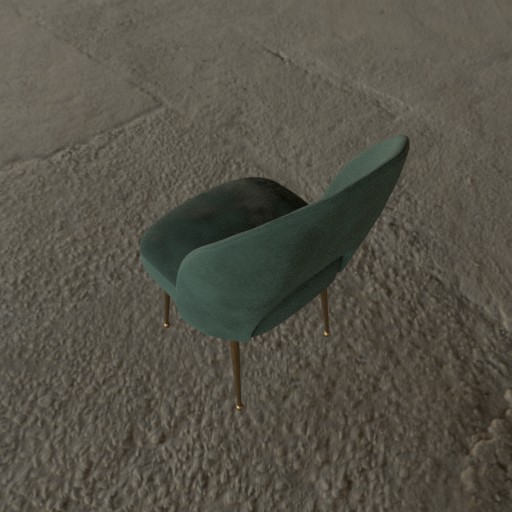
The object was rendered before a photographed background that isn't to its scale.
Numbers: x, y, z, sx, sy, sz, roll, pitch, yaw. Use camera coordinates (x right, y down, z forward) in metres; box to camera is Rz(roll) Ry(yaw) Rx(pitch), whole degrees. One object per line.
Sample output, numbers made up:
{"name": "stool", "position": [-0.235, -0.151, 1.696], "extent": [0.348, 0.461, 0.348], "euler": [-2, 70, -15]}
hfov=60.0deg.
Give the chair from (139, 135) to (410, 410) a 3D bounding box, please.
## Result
{"name": "chair", "position": [0.000, 0.000, 1.192], "extent": [0.527, 0.860, 0.577], "euler": [-33, 56, -27]}
